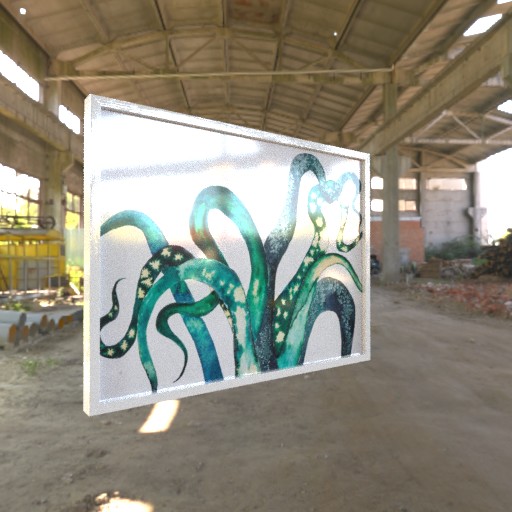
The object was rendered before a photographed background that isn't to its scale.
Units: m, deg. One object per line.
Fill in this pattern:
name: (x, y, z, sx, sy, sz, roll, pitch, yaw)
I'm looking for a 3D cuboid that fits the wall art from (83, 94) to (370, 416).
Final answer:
wall art: (0.000, 0.000, 1.408, 1.041, 0.787, 0.053, 0, -1, -36)
